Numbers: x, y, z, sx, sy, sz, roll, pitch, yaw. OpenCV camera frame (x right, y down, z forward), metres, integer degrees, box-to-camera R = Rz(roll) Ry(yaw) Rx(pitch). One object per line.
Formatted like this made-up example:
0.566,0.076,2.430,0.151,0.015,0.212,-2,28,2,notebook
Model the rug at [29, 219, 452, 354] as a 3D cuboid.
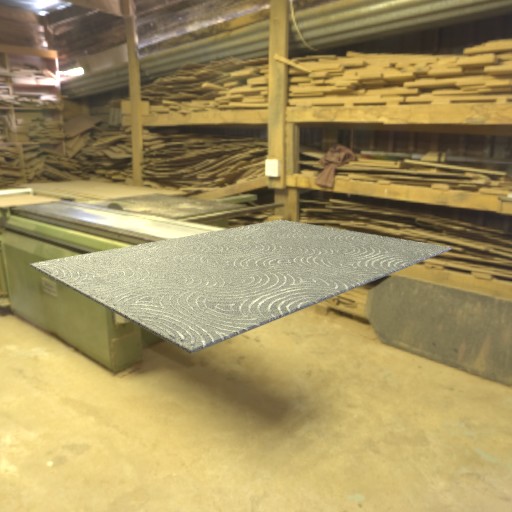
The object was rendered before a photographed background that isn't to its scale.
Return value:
0.000,0.000,2.746,2.144,0.015,1.543,-14,20,-43,rug
